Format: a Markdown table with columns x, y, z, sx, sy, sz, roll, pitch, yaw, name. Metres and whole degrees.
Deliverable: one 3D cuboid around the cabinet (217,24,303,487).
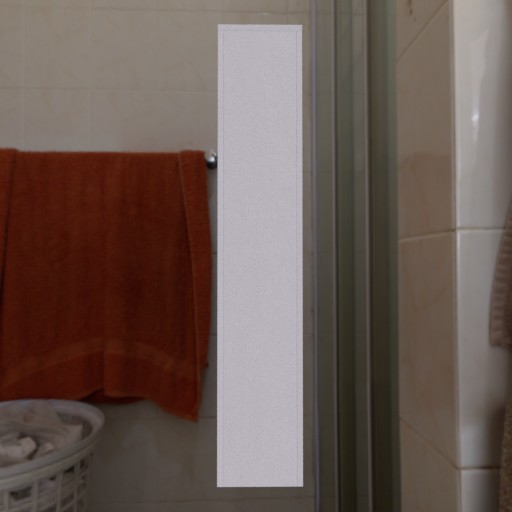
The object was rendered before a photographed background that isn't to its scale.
| x | y | z | sx | sy | sz | roll | pitch | yaw | name |
| --- | --- | --- | --- | --- | --- | --- | --- | --- | --- |
| 0.000 | 0.000 | 1.602 | 0.250 | 1.280 | 0.750 | 0 | -1 | -1 | cabinet |
